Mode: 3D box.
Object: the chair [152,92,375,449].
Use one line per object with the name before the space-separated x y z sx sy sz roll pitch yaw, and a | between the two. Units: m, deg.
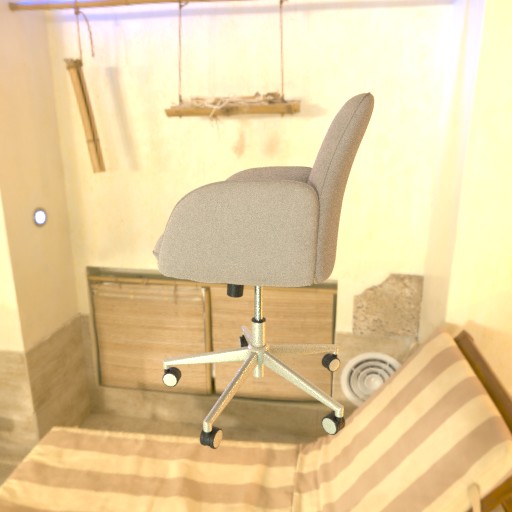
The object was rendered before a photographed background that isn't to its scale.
chair | 0.000 0.000 1.395 0.654 0.959 0.648 2 16 8
